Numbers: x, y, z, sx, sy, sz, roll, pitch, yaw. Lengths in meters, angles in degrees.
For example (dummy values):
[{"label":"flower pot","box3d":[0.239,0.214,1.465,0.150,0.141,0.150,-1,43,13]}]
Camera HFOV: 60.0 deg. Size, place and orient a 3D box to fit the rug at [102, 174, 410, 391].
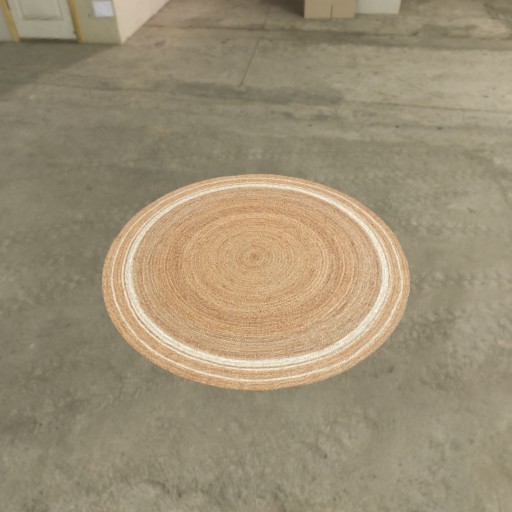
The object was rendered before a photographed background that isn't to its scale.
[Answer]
[{"label":"rug","box3d":[0.000,0.000,3.632,2.444,0.015,2.444,0,43,0]}]
